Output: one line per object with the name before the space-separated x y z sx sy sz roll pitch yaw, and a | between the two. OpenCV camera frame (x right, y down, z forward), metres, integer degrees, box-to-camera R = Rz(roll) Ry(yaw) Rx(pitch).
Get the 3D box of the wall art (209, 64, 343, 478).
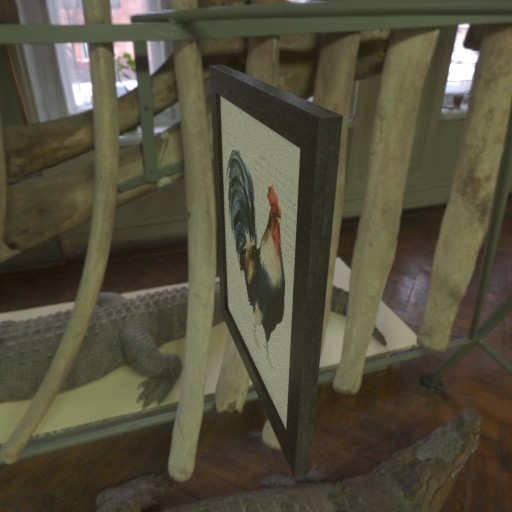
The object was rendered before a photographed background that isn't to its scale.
wall art | 0.000 0.000 0.789 0.027 0.580 0.479 -9 31 -16
